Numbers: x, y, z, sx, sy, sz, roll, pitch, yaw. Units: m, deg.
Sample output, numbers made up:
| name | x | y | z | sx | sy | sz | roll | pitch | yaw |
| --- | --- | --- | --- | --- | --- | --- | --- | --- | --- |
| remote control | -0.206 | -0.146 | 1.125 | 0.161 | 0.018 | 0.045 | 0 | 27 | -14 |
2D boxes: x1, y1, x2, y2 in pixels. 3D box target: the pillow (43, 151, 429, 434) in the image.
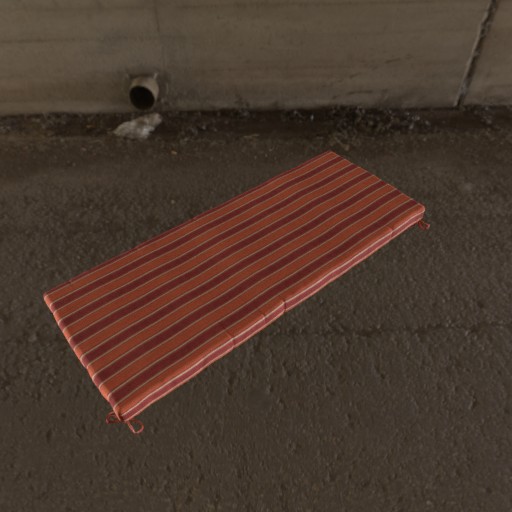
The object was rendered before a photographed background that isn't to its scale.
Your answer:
| name | x | y | z | sx | sy | sz | roll | pitch | yaw |
| --- | --- | --- | --- | --- | --- | --- | --- | --- | --- |
| pillow | 0.000 | 0.000 | 1.369 | 1.187 | 0.081 | 0.492 | -30 | 53 | -26 |
